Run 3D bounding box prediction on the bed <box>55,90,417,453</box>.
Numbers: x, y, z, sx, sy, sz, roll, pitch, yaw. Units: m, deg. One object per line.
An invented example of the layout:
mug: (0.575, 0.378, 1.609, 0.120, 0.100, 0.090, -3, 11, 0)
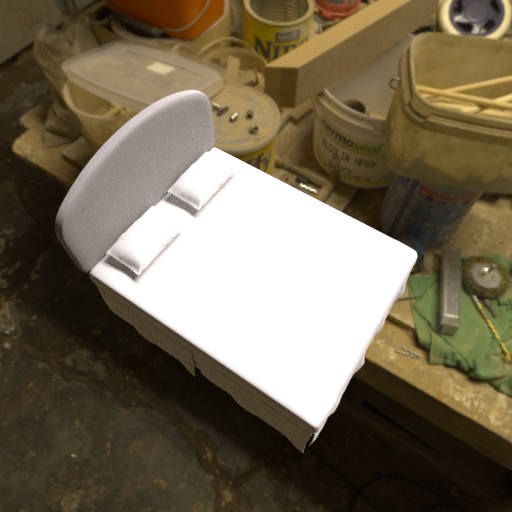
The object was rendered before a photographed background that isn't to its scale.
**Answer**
bed: (0.000, 0.000, 3.113, 2.005, 1.410, 1.607, 30, 64, 17)
